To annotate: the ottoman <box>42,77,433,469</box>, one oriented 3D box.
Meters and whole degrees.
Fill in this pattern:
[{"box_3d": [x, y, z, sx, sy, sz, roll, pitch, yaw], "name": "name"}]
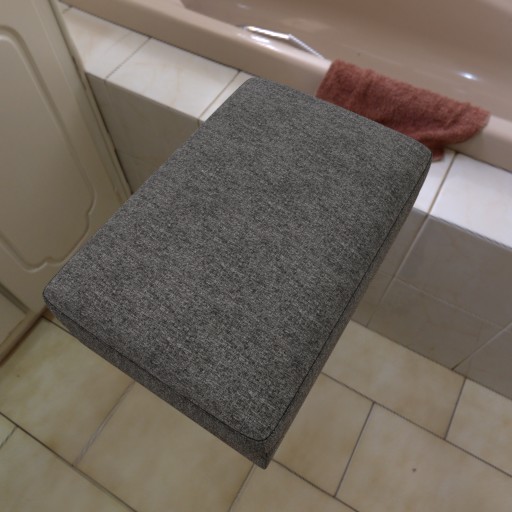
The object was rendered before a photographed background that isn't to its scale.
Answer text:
[{"box_3d": [0.000, 0.000, 1.179, 0.584, 0.483, 0.864, 29, 63, 16], "name": "ottoman"}]
